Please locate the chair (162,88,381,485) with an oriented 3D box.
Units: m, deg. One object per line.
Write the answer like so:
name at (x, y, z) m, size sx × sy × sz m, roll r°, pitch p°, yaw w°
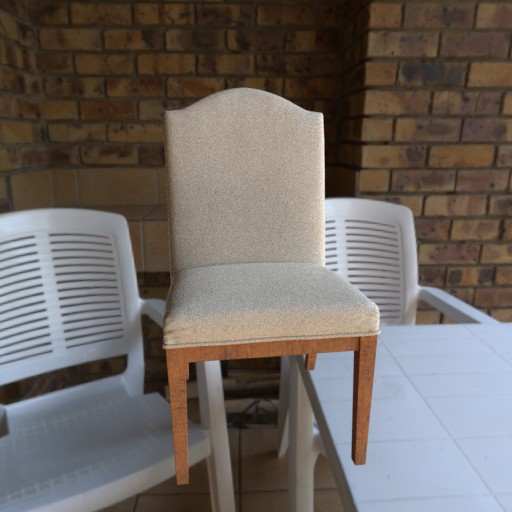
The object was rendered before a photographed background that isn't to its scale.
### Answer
chair at (0.000, 0.000, 1.337) m, size 0.534 × 1.012 × 0.648 m, roll -2°, pitch 15°, yaw -8°
